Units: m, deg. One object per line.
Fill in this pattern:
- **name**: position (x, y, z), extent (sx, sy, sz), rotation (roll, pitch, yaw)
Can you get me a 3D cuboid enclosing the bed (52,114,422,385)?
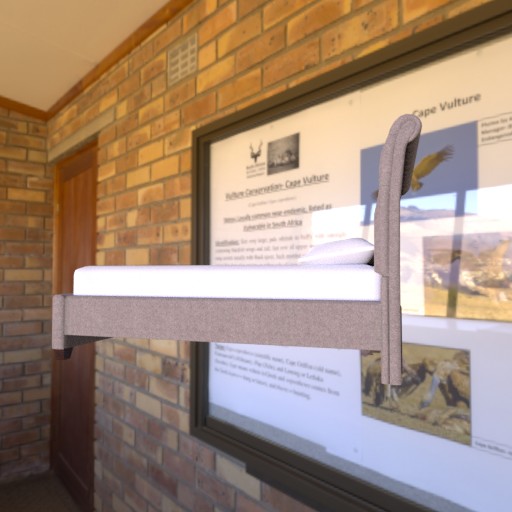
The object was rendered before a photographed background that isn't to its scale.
- **bed**: position (0.000, 0.000, 3.314), extent (2.252, 1.371, 1.645), rotation (-1, -2, 17)
